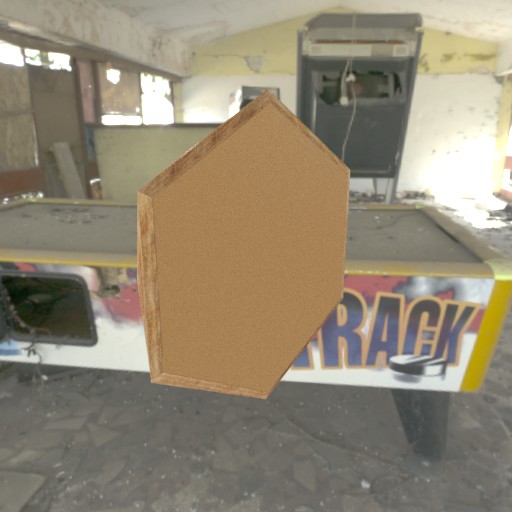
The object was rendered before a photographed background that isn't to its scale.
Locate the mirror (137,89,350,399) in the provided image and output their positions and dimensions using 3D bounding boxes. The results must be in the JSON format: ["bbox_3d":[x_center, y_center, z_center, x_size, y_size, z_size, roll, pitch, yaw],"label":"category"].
[{"bbox_3d":[0.000,0.000,1.107,0.675,0.779,0.091,-15,21,-43],"label":"mirror"}]
